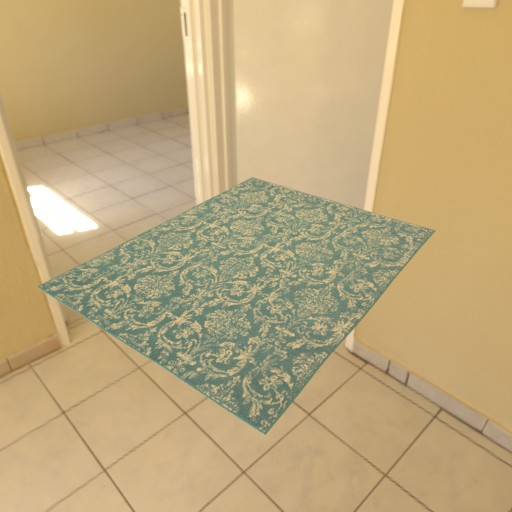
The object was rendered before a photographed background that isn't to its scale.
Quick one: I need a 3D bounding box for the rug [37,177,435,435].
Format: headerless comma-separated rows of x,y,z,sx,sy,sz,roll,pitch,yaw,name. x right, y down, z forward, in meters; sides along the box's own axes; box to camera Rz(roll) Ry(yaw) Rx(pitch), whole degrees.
0.000,0.000,4.126,2.363,0.012,2.980,22,38,30,rug
